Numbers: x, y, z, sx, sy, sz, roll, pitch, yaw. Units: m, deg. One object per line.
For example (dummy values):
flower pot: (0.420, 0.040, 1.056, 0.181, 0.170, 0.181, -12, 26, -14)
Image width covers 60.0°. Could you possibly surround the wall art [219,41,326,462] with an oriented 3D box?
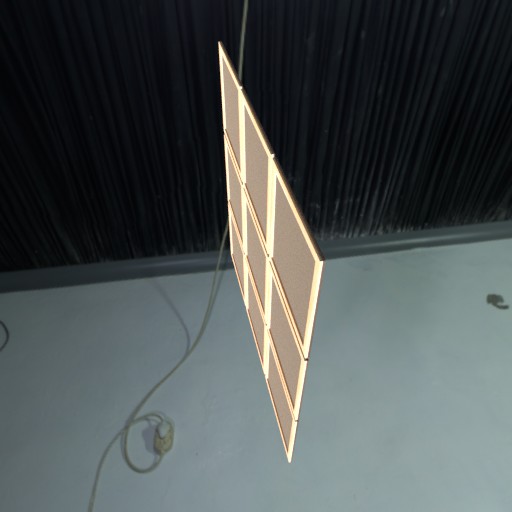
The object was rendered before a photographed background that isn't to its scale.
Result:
wall art: (0.000, 0.000, 1.787, 0.013, 1.218, 1.216, -10, 47, -9)
